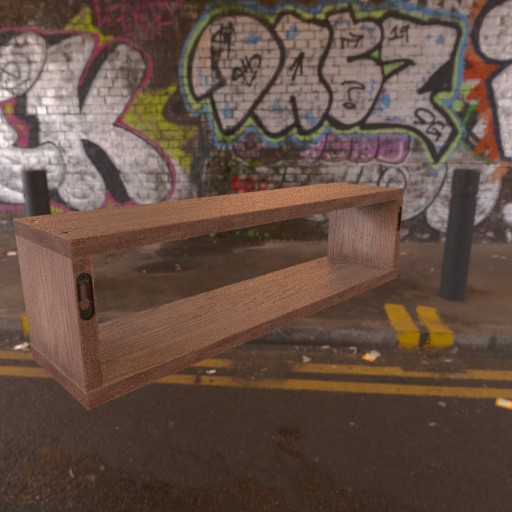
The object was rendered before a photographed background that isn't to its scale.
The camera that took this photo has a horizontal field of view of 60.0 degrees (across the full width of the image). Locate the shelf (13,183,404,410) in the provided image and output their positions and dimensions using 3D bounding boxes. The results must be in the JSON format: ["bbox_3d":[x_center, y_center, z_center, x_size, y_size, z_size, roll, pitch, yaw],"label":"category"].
[{"bbox_3d":[0.000,0.000,0.669,0.610,0.170,0.150,-14,20,-43],"label":"shelf"}]
